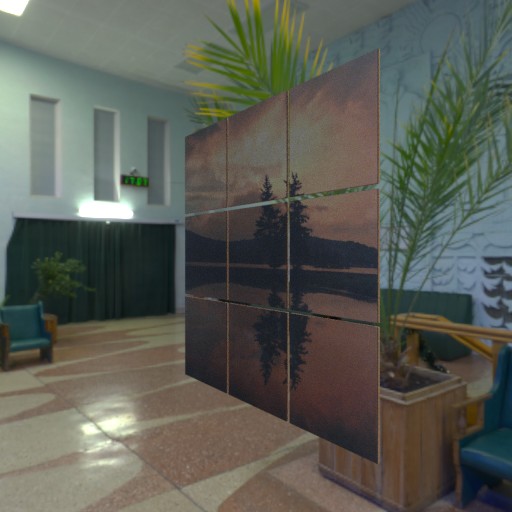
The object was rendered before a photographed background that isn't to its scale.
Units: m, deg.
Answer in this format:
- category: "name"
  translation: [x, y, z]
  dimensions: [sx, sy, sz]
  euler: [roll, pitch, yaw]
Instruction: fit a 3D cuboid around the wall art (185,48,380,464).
- category: "wall art"
  translation: [0.000, 0.000, 2.241]
  dimensions: [0.013, 1.525, 1.520]
  euler: [0, 0, -36]
